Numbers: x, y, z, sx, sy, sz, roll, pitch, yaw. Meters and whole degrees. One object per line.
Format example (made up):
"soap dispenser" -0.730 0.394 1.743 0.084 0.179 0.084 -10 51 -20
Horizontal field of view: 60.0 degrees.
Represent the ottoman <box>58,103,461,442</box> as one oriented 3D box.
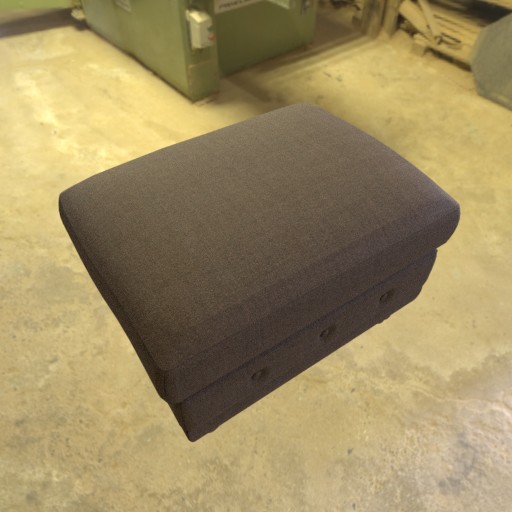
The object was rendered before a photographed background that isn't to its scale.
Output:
"ottoman" 0.000 0.000 1.195 0.809 0.555 0.599 -26 53 -22
